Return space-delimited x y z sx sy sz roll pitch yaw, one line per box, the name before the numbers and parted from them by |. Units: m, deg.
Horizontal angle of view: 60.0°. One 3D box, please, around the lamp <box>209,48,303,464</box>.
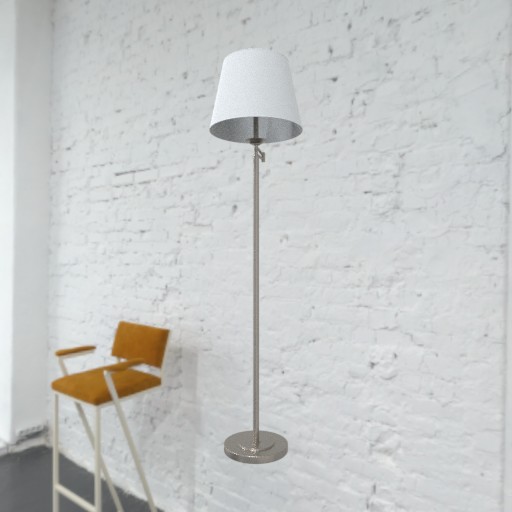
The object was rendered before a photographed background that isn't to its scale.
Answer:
lamp | 0.000 0.000 1.694 0.355 1.473 0.355 0 0 0
